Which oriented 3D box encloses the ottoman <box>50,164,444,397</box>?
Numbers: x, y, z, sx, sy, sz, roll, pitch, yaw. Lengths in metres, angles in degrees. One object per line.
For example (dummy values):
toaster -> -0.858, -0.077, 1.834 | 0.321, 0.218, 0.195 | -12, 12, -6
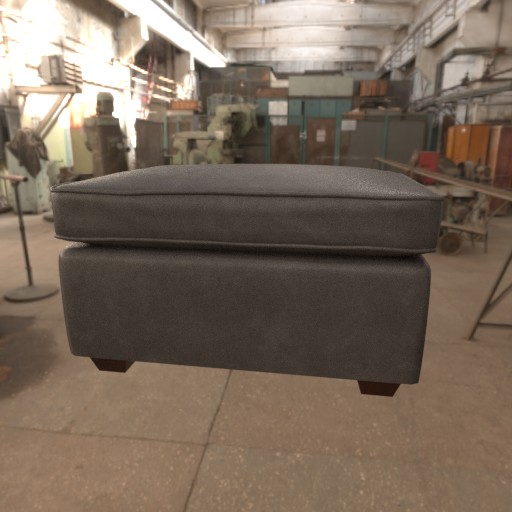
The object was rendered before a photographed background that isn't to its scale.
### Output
ottoman -> 0.000, 0.000, 1.107 | 0.756, 0.445, 0.554 | 2, 15, 9
